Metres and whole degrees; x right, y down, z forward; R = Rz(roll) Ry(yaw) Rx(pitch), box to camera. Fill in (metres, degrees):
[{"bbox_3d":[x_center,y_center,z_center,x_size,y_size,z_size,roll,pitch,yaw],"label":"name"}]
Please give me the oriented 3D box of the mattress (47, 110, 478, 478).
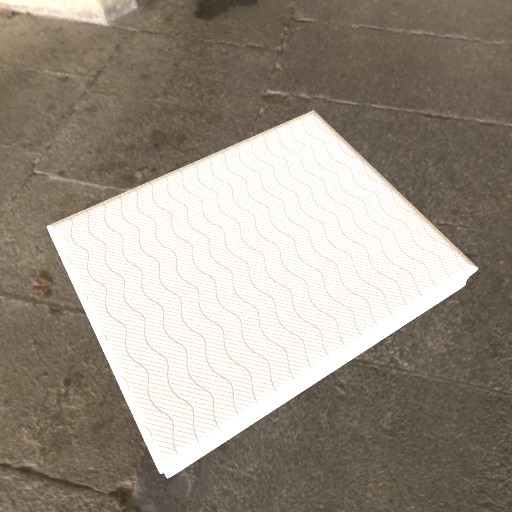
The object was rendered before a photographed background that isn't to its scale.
[{"bbox_3d":[0.000,0.000,2.696,2.000,0.230,1.600,-28,62,-17],"label":"mattress"}]
